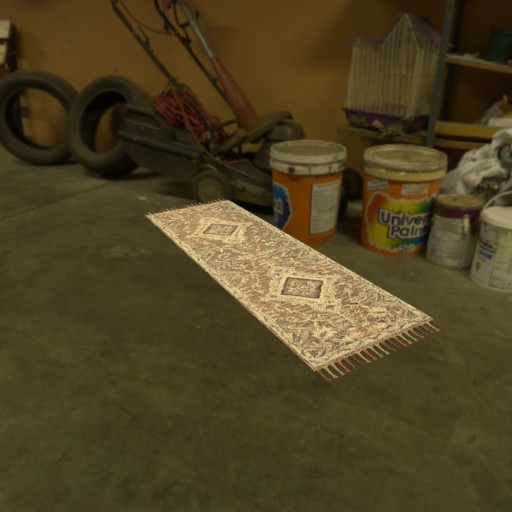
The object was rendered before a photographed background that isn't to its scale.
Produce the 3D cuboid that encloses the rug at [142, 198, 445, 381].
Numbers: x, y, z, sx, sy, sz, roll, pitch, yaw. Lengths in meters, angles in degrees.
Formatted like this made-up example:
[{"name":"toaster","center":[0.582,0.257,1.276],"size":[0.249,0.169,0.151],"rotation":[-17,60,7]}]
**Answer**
[{"name":"rug","center":[0.000,0.000,2.808],"size":[1.324,0.018,2.378],"rotation":[-7,26,-14]}]
